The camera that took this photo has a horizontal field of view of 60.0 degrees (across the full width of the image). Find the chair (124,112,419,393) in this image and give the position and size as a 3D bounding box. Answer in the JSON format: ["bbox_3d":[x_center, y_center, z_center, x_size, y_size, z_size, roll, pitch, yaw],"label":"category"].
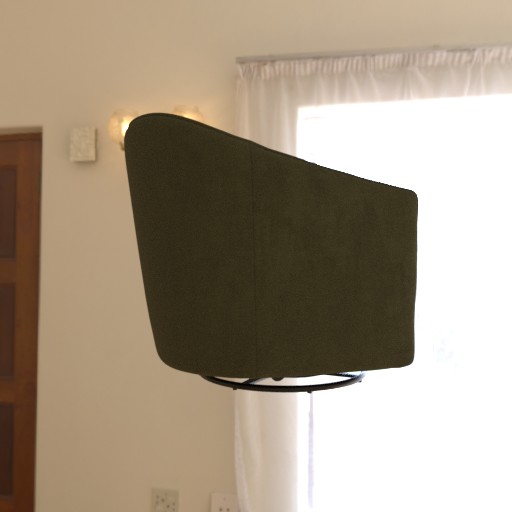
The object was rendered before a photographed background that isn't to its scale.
[{"bbox_3d":[0.000,0.000,1.522,0.875,0.799,0.747,1,-2,-17],"label":"chair"}]
